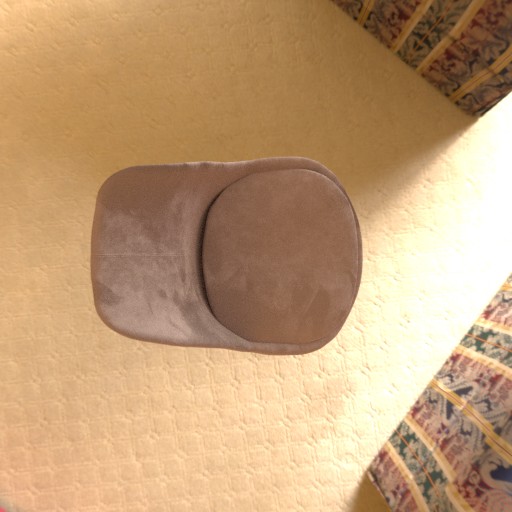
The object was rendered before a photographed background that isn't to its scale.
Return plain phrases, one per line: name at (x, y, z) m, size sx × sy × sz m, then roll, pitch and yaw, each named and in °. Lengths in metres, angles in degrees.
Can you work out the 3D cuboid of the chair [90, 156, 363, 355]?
chair at (0.000, 0.000, 1.146) m, size 0.550 × 0.850 × 0.485 m, roll 0°, pitch 90°, yaw 0°
